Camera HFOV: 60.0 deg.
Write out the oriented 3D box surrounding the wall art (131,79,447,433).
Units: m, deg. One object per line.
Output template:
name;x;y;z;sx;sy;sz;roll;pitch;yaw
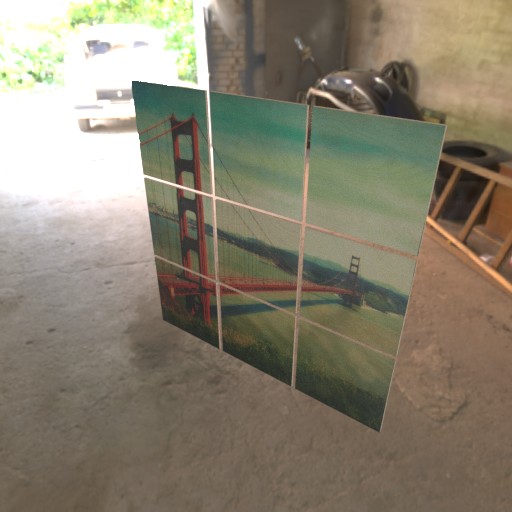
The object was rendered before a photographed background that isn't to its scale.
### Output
wall art;0.000;0.000;2.199;1.519;1.507;0.014;20;36;30
